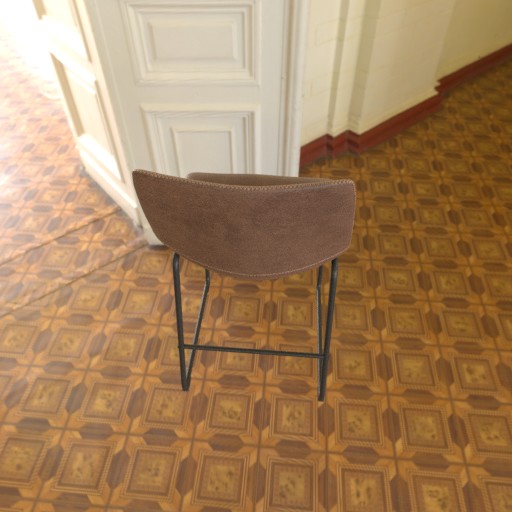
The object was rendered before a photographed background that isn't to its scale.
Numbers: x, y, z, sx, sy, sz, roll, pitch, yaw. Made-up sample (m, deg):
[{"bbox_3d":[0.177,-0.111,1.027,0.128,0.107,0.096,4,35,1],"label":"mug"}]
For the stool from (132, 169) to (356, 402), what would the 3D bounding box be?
[{"bbox_3d":[0.000,0.000,1.223,0.460,0.890,0.550,3,46,3],"label":"stool"}]
